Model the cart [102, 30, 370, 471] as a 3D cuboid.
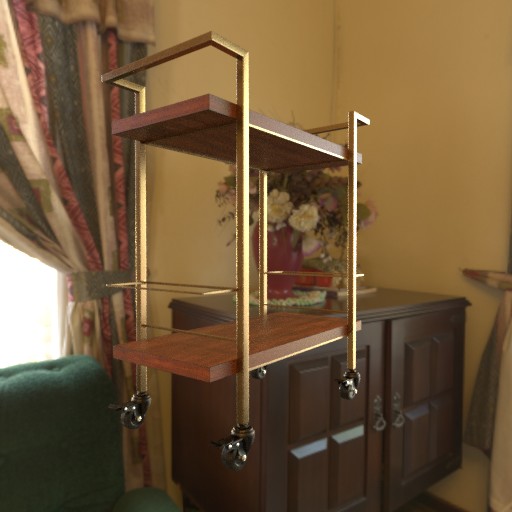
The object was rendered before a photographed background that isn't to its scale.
[{"bbox_3d":[0.000,0.000,1.156,0.364,0.807,0.695,1,1,37],"label":"cart"}]
